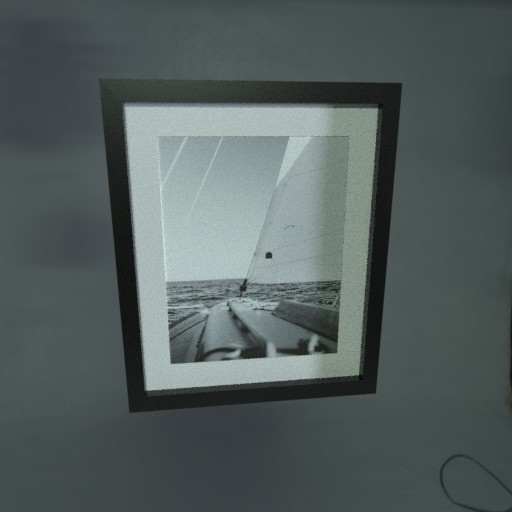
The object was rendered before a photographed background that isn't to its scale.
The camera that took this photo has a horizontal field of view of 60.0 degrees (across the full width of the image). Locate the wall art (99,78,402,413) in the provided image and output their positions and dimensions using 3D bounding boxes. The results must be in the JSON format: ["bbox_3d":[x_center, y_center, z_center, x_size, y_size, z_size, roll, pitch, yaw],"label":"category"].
[{"bbox_3d":[0.000,0.000,0.760,0.461,0.558,0.031,-2,16,-7],"label":"wall art"}]
